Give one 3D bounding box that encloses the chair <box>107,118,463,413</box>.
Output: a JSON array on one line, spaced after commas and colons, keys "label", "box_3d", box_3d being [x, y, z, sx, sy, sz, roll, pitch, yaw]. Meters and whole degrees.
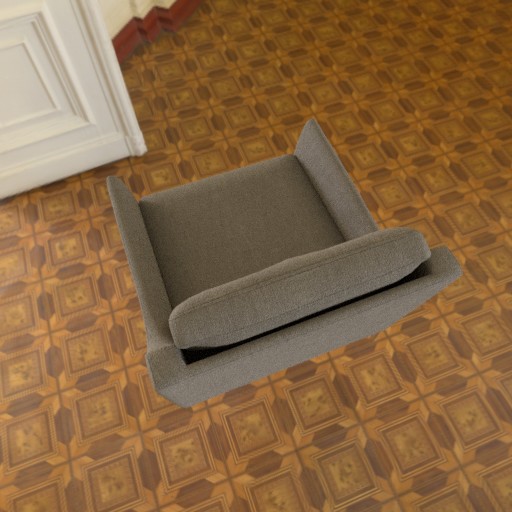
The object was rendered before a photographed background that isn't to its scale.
[{"label": "chair", "box_3d": [0.000, 0.000, 1.542, 0.847, 0.828, 0.849, -19, 61, -11]}]
